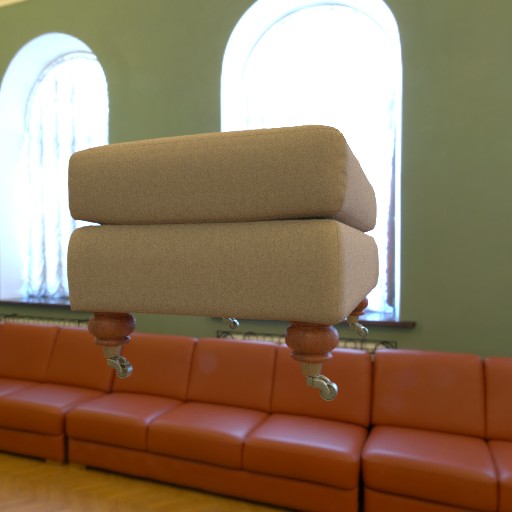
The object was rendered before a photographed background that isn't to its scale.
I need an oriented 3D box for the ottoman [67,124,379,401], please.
[{"bbox_3d":[0.000,0.000,1.144,0.574,0.497,0.773,0,0,19],"label":"ottoman"}]
